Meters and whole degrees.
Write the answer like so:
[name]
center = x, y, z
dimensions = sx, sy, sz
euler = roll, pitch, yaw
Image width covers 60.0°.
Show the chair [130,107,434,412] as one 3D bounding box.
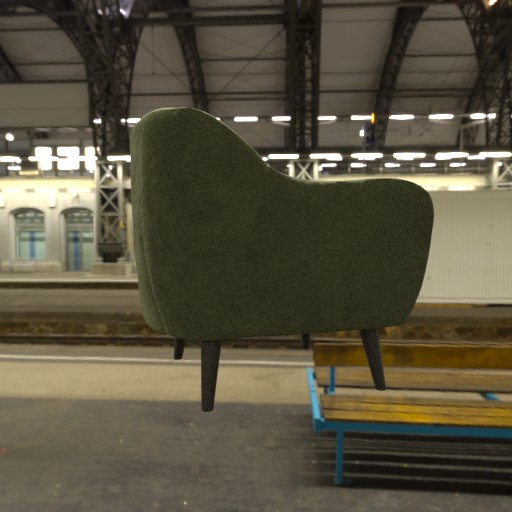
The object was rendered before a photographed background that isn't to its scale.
[chair]
center = 0.000, 0.000, 1.507
dimensions = 0.819, 0.804, 0.840
euler = -1, 2, -18
